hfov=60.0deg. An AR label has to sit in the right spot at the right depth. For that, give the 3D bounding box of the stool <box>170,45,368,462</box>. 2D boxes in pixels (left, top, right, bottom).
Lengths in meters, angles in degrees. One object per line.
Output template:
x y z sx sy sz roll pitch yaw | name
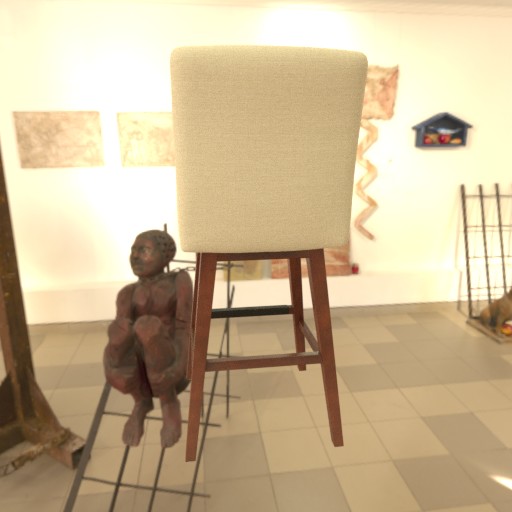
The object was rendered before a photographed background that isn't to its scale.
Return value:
0.000 0.000 1.361 0.470 1.097 0.559 -2 16 -8 | stool
